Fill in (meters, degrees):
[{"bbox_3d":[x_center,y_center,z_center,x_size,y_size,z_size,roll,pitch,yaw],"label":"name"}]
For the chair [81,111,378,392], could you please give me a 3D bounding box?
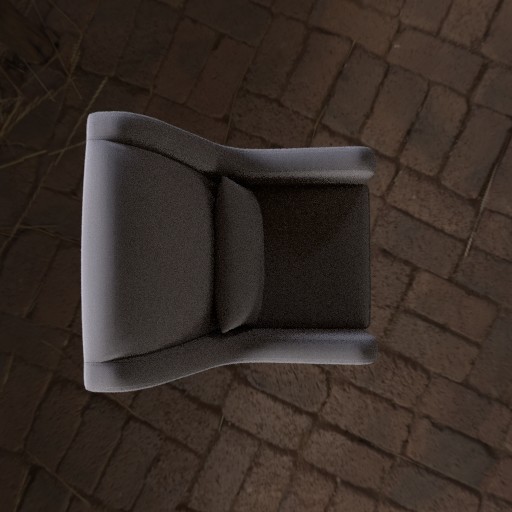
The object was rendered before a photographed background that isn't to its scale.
[{"bbox_3d":[0.000,0.000,1.580,0.863,1.010,0.715,0,88,0],"label":"chair"}]
